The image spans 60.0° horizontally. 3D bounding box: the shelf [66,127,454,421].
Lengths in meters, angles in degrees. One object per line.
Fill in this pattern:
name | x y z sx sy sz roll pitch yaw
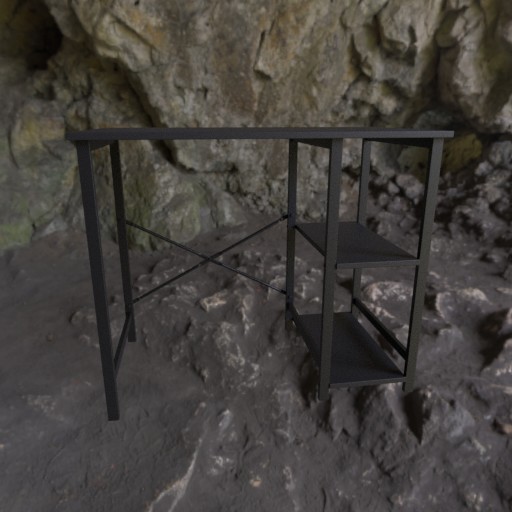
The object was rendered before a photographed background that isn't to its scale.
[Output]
shelf | 0.000 0.000 1.361 0.902 0.749 0.498 -3 18 -8
